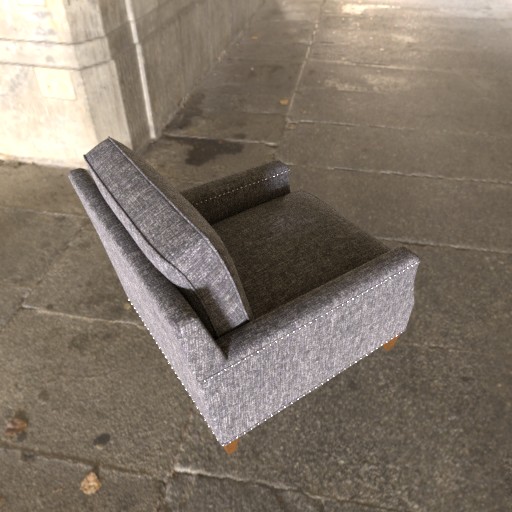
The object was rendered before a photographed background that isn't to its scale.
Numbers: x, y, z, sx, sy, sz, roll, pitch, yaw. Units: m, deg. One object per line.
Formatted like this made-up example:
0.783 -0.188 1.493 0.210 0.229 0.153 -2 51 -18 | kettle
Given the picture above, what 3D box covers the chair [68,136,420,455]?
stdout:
0.000 0.000 1.699 1.014 0.943 0.853 -24 46 -25 | chair
